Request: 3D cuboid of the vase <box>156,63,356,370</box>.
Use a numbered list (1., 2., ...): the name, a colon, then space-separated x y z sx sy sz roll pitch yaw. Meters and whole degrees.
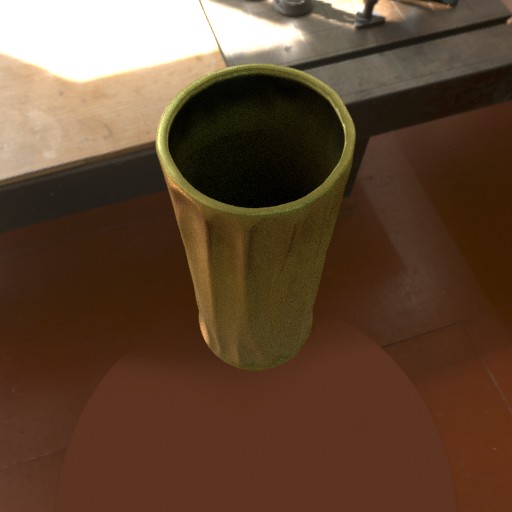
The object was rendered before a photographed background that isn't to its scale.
1. vase: 0.000 0.000 0.178 0.061 0.143 0.061 0 63 0
